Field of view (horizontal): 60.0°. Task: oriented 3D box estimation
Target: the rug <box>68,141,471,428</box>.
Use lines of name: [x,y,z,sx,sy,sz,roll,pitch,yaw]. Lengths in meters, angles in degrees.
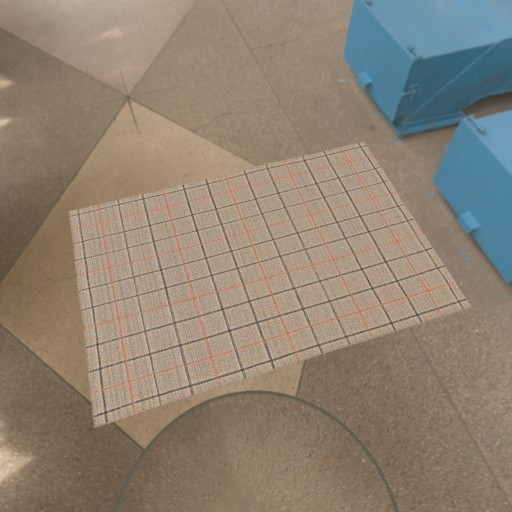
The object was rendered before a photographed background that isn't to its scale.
rug: [0.000,0.000,2.336,1.829,0.013,1.220,-15,59,-10]
